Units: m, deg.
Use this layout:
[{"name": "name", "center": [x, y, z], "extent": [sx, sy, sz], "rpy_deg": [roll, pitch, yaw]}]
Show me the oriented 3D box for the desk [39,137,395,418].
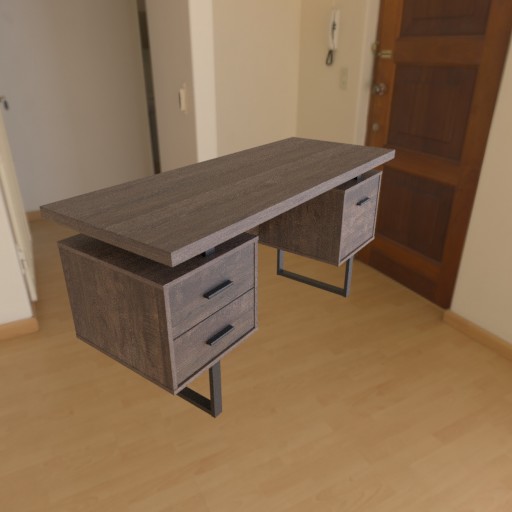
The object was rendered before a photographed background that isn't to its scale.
[{"name": "desk", "center": [0.000, 0.000, 1.973], "extent": [0.600, 0.760, 1.524], "rpy_deg": [17, 30, 32]}]
